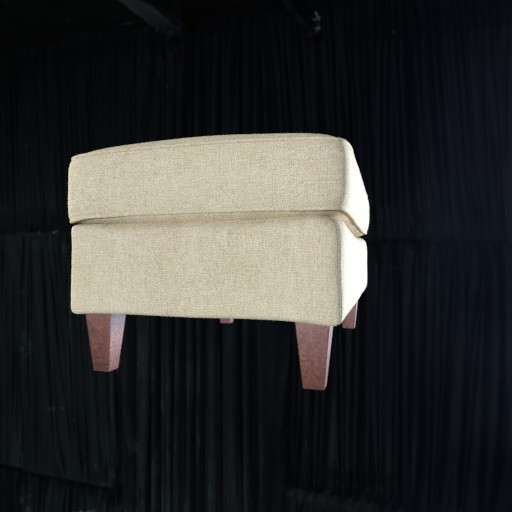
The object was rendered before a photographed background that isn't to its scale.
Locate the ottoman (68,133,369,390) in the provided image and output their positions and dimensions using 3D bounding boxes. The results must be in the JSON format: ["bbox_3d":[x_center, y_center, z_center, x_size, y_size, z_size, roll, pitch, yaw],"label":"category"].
[{"bbox_3d":[0.000,0.000,1.228,0.583,0.484,0.862,0,-1,17],"label":"ottoman"}]
